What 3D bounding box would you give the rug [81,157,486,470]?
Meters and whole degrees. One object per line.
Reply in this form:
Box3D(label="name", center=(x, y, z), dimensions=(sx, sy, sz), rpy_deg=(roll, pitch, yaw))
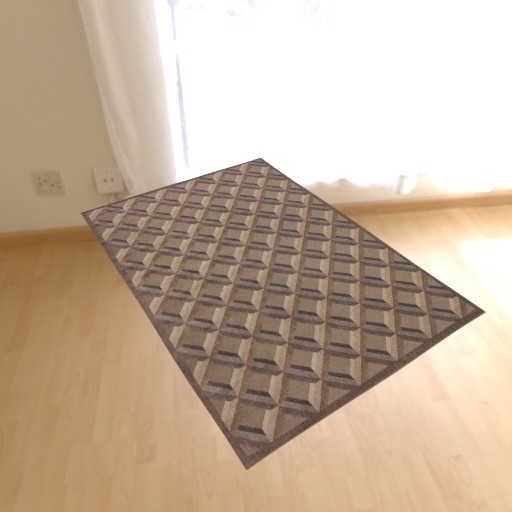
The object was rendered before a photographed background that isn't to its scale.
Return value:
Box3D(label="rug", center=(0.000, 0.000, 2.872), dimensions=(1.600, 0.013, 2.260), rpy_deg=(-23, 45, -25))
